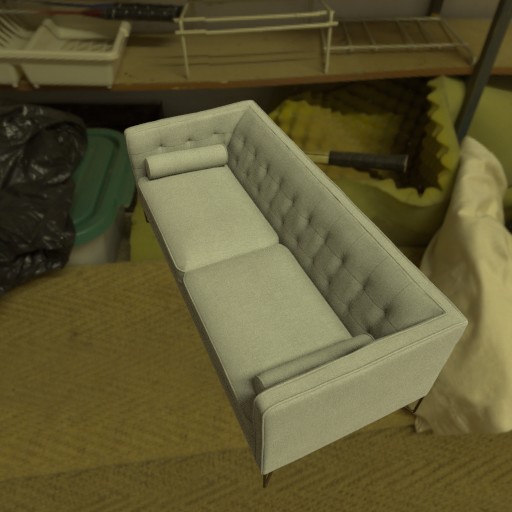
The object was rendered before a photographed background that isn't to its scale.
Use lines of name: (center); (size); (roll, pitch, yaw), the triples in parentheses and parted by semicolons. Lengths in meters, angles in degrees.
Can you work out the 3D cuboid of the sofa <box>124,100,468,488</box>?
sofa: (0.000, 0.000, 2.528); (0.912, 0.798, 2.079); (-18, 48, -17)
